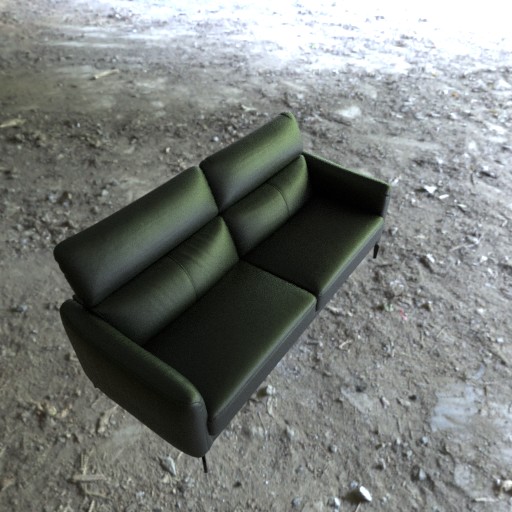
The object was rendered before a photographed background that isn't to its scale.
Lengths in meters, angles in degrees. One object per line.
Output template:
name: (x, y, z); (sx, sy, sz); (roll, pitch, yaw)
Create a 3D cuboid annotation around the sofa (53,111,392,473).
sofa: (0.000, 0.000, 2.548); (0.856, 0.957, 2.069); (25, 46, 27)
